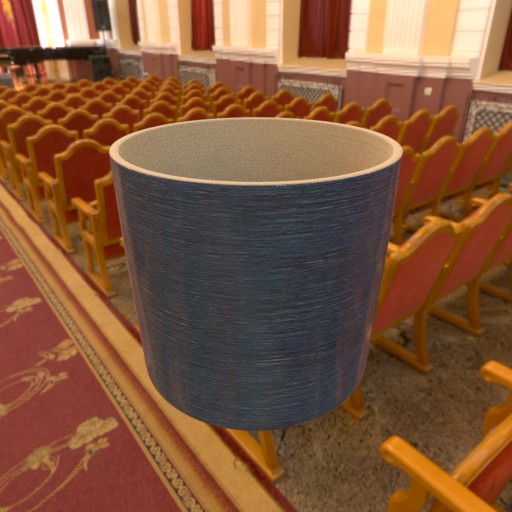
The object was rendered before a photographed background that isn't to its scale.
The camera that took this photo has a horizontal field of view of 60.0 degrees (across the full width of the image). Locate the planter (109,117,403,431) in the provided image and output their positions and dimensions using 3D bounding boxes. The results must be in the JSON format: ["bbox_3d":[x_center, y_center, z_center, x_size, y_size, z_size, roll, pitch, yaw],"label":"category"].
[{"bbox_3d":[0.000,0.000,0.393,0.221,0.201,0.221,0,27,0],"label":"planter"}]
